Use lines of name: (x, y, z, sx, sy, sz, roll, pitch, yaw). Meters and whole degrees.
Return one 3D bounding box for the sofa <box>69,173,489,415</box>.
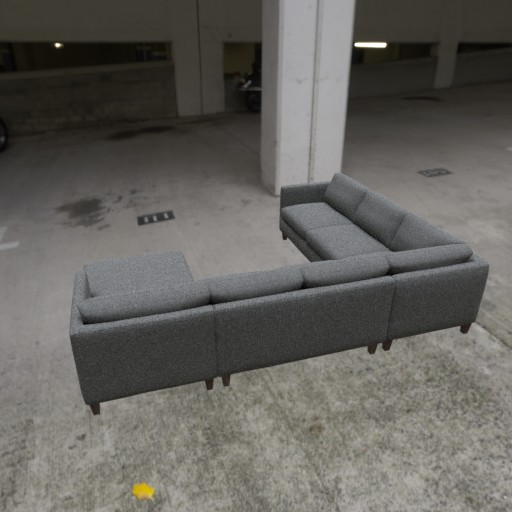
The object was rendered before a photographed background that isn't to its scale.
sofa: (0.000, 0.000, 4.339, 3.238, 0.853, 2.551, -8, 27, -16)
